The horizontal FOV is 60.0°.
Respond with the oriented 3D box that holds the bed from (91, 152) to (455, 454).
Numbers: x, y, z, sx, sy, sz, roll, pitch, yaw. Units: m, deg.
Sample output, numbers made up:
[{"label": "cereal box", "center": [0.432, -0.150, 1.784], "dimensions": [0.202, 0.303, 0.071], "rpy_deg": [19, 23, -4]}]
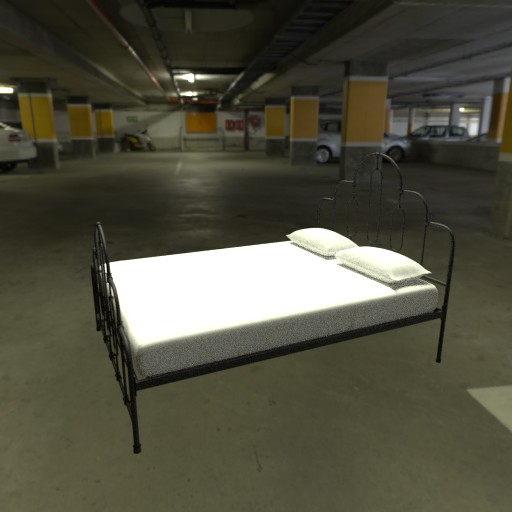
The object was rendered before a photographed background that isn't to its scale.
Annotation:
[{"label": "bed", "center": [0.000, 0.000, 3.226], "dimensions": [2.163, 1.429, 1.640], "rpy_deg": [-7, 17, -25]}]
